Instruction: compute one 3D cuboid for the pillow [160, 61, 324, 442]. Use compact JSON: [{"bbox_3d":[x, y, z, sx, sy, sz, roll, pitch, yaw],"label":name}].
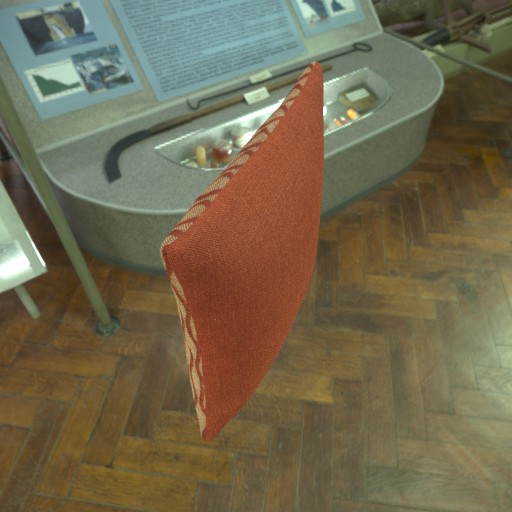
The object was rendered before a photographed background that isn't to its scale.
[{"bbox_3d":[0.000,0.000,0.675,0.159,0.434,0.429,17,49,15],"label":"pillow"}]
